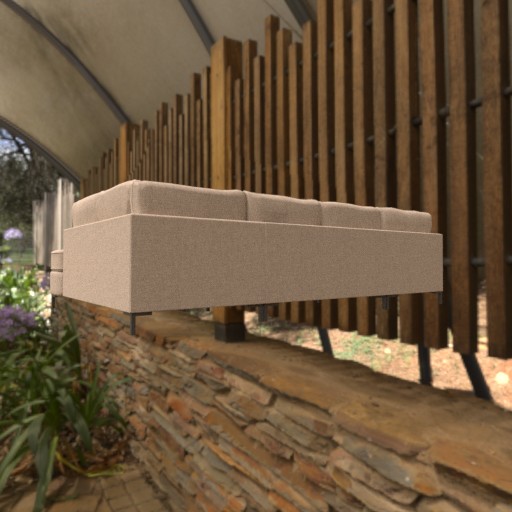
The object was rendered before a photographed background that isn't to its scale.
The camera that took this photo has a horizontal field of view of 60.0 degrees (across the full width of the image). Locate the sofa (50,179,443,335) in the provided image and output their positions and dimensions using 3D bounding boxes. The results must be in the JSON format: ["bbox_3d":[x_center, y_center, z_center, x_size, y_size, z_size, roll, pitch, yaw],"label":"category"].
[{"bbox_3d":[0.000,0.000,4.433,3.423,0.996,2.021,1,-1,-36],"label":"sofa"}]
